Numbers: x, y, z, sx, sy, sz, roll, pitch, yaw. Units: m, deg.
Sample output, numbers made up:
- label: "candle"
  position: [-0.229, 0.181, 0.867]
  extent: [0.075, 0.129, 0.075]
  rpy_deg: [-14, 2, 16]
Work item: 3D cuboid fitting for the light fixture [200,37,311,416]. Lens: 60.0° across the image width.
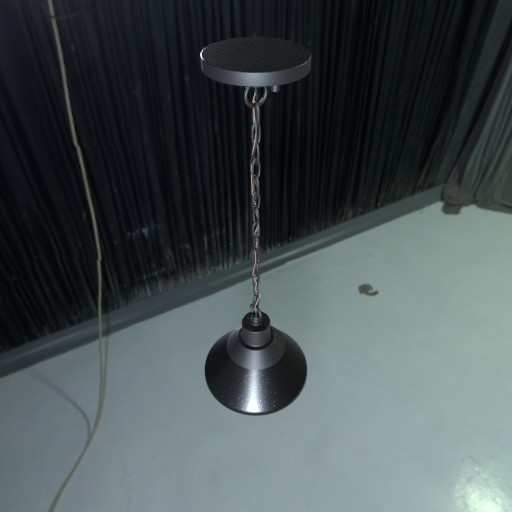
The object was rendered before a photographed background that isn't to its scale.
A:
- label: "light fixture"
  position: [0.000, 0.000, 0.675]
  extent: [0.201, 0.588, 0.201]
  rpy_deg: [-25, 47, -26]
